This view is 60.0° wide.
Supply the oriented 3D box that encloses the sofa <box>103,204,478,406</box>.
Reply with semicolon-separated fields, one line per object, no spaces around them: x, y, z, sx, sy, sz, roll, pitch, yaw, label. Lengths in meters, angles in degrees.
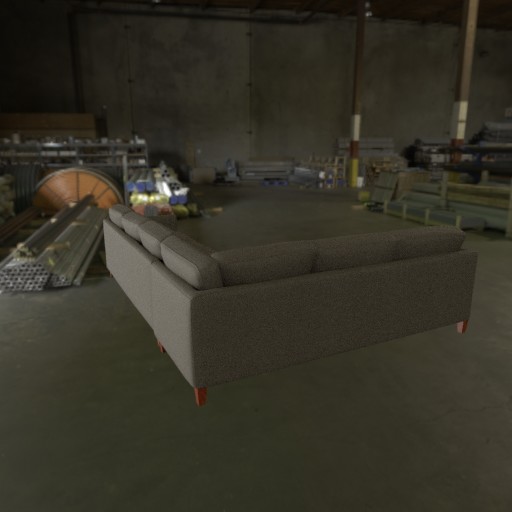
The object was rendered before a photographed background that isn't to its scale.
0.000;0.000;4.620;2.593;0.947;3.302;-7;16;-26;sofa
